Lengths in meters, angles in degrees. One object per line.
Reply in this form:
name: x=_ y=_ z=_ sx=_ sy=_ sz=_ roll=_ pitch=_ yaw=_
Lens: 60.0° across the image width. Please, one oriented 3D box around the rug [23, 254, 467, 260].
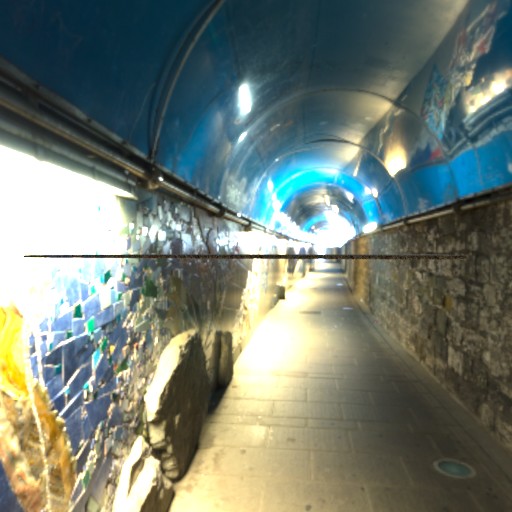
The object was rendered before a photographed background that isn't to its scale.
rug: x=0.000 y=0.000 z=2.170 sx=1.761 sy=0.014 sz=1.143 roll=0 pitch=0 yaw=19
